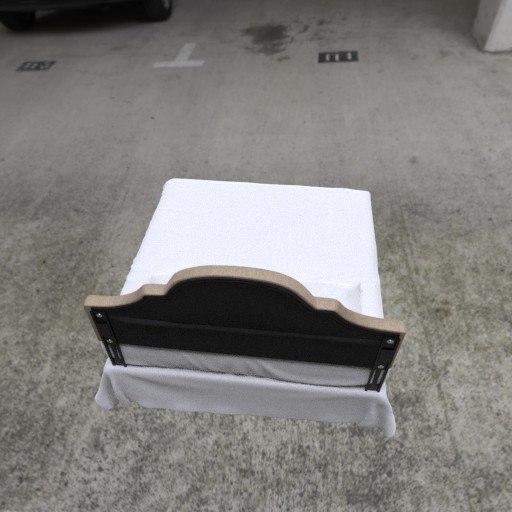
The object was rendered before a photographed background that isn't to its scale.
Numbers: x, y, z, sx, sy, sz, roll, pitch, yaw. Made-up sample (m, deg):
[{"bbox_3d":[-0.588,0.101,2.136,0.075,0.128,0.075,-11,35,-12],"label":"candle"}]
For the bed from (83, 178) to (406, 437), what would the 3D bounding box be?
[{"bbox_3d":[0.000,0.000,3.635,2.303,1.631,2.222,4,45,4],"label":"bed"}]
